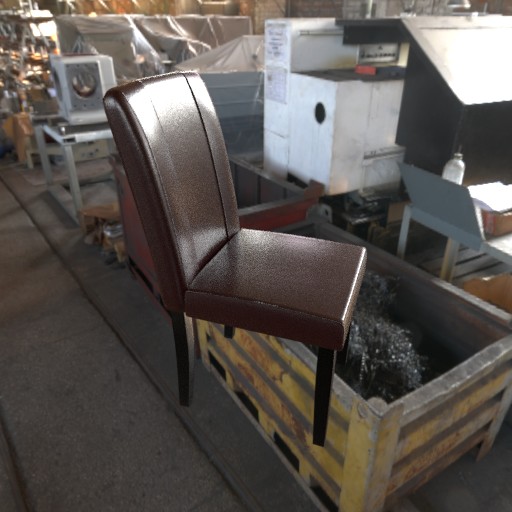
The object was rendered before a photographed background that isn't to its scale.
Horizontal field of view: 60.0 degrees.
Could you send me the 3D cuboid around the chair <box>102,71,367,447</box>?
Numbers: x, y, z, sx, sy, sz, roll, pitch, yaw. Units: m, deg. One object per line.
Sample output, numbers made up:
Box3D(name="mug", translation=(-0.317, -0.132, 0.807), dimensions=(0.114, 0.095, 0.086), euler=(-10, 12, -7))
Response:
Box3D(name="chair", translation=(0.000, 0.000, 1.208), dimensions=(0.556, 0.897, 0.399), euler=(10, 30, 17))
